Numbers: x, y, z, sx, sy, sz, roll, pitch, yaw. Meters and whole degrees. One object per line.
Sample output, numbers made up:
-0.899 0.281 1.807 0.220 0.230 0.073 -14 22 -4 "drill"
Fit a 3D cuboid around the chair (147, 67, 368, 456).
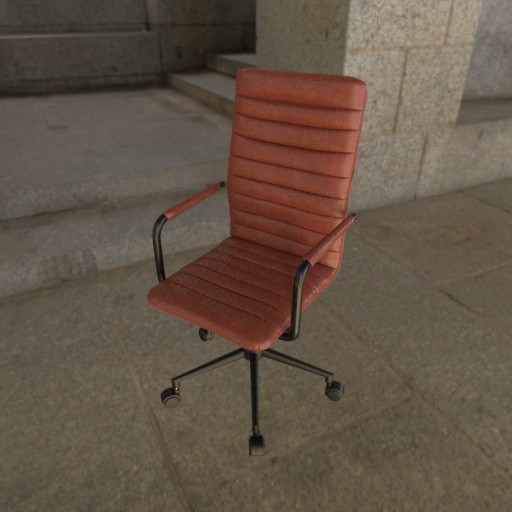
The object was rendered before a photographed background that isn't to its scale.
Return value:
0.000 0.000 1.321 0.608 0.979 0.580 18 35 29 "chair"
